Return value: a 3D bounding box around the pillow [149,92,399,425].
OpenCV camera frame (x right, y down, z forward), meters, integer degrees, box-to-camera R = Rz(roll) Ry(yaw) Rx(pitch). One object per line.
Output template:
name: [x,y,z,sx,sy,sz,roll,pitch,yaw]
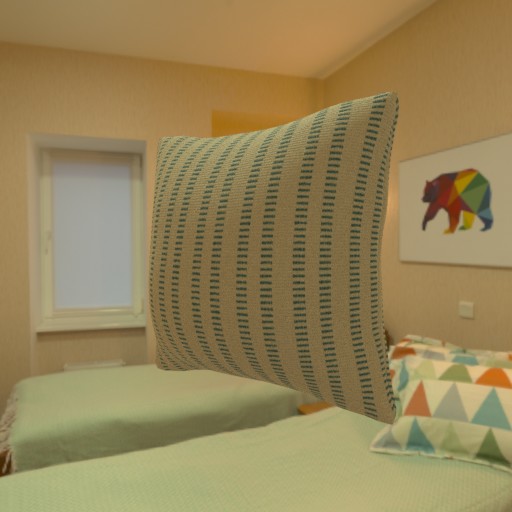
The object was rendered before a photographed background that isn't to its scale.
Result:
pillow: [0.000,0.000,0.680,0.438,0.419,0.247,1,2,36]
